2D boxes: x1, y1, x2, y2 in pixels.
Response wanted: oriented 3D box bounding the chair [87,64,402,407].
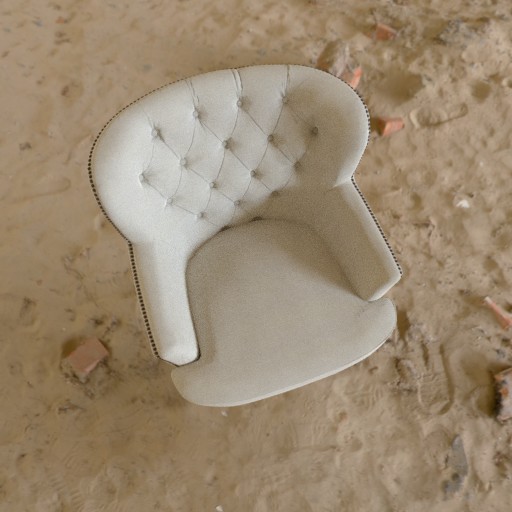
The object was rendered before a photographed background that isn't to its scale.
[{"bbox_3d":[0.000,0.000,1.548,0.848,0.868,0.906,-17,66,-8],"label":"chair"}]
